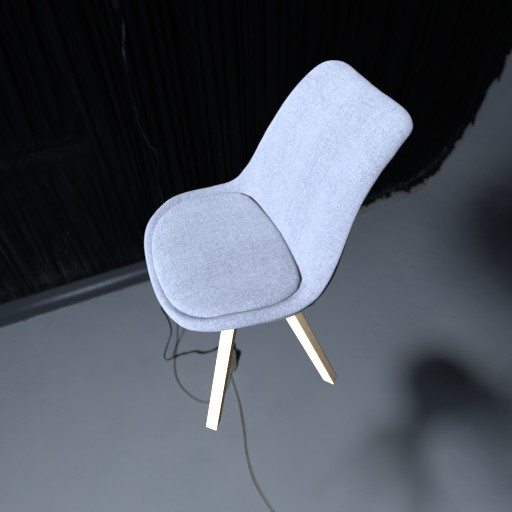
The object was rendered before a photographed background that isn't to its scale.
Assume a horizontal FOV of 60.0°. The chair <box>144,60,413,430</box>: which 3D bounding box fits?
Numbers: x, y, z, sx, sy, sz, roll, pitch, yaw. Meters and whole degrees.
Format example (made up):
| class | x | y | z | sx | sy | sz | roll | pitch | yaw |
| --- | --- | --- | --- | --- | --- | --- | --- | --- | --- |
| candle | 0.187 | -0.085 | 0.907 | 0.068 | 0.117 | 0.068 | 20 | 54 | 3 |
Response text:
| class | x | y | z | sx | sy | sz | roll | pitch | yaw |
| --- | --- | --- | --- | --- | --- | --- | --- | --- | --- |
| chair | 0.000 | 0.000 | 1.162 | 0.550 | 0.850 | 0.485 | -16 | 49 | -15 |
